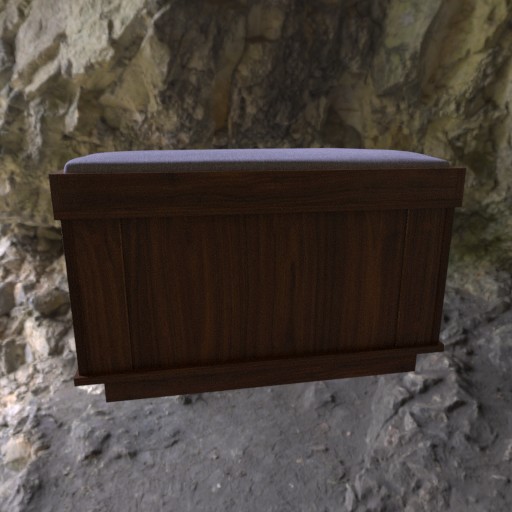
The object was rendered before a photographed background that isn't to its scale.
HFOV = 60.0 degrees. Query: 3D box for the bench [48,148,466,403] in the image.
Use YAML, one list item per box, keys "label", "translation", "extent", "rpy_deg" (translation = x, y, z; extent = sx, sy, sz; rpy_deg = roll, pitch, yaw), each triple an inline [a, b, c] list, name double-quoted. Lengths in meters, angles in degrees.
- label: "bench"
  translation: [0.000, 0.000, 0.989]
  extent: [0.734, 0.461, 0.362]
  rpy_deg: [-3, 16, -10]
